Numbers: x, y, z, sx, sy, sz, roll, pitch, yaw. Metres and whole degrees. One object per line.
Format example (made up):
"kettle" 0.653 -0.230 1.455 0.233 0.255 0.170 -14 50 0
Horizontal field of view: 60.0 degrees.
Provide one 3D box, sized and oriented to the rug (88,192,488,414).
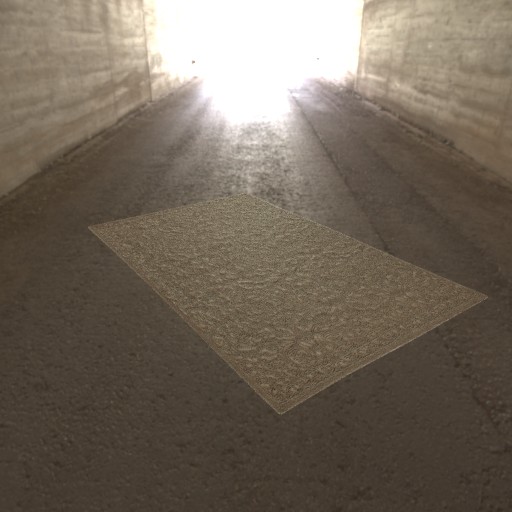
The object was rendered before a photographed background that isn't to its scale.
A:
"rug" 0.000 0.000 3.019 1.529 0.012 2.435 -17 31 -32
